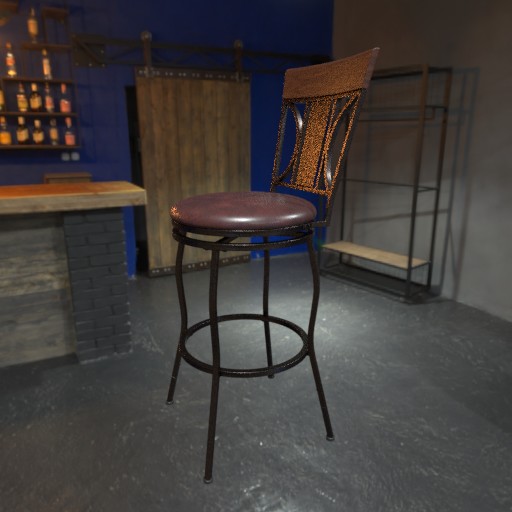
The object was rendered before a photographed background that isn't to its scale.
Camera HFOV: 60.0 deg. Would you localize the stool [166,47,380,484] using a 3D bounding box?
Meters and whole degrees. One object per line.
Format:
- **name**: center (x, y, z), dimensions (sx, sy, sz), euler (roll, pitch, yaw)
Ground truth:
- **stool**: center (0.000, 0.000, 1.349), dimensions (0.513, 1.130, 0.448), euler (-7, 17, -25)
